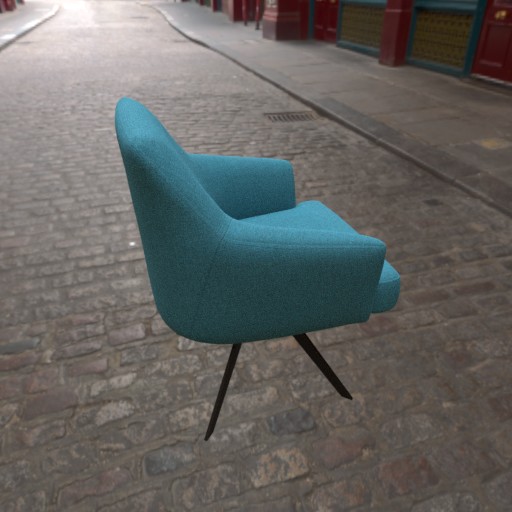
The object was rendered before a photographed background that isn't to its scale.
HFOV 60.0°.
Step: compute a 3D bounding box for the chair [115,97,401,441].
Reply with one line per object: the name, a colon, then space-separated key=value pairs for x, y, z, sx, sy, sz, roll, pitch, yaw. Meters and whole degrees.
chair: x=0.000 y=0.000 z=1.314 sx=0.677 sy=0.874 sz=0.642 roll=-10 pitch=33 yaw=-16
